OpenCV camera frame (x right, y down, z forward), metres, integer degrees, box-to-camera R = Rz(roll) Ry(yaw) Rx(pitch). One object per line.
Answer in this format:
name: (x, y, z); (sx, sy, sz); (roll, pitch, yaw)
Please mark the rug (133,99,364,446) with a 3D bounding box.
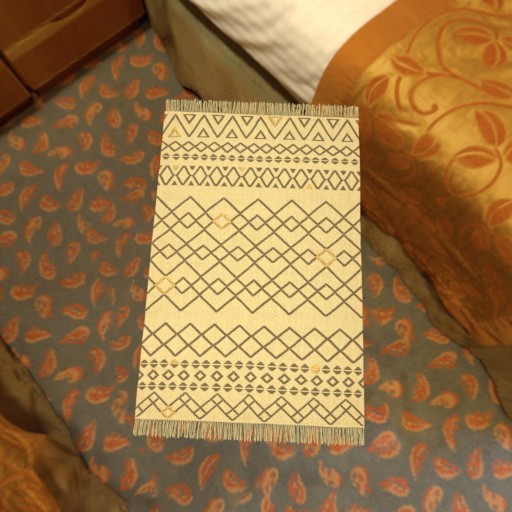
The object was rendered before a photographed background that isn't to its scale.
rug: (0.000, 0.000, 3.141); (1.495, 0.035, 2.472); (2, 76, 1)
